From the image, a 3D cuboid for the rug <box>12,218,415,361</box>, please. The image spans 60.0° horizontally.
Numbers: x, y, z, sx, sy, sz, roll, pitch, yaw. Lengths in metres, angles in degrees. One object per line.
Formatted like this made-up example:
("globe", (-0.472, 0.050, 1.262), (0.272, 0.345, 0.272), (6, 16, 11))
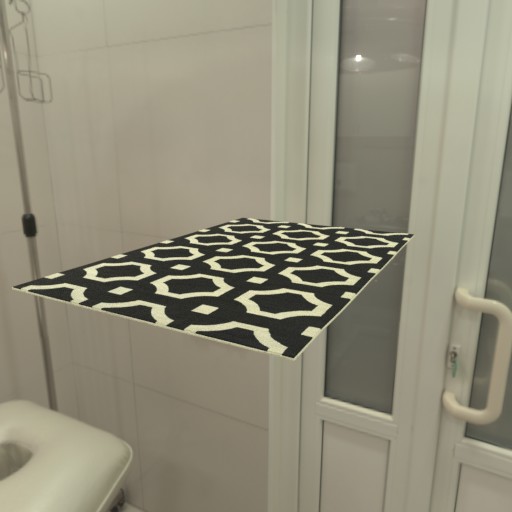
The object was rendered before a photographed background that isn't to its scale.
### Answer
("rug", (0.000, 0.000, 2.834), (1.555, 0.016, 2.286), (8, 17, 28))
